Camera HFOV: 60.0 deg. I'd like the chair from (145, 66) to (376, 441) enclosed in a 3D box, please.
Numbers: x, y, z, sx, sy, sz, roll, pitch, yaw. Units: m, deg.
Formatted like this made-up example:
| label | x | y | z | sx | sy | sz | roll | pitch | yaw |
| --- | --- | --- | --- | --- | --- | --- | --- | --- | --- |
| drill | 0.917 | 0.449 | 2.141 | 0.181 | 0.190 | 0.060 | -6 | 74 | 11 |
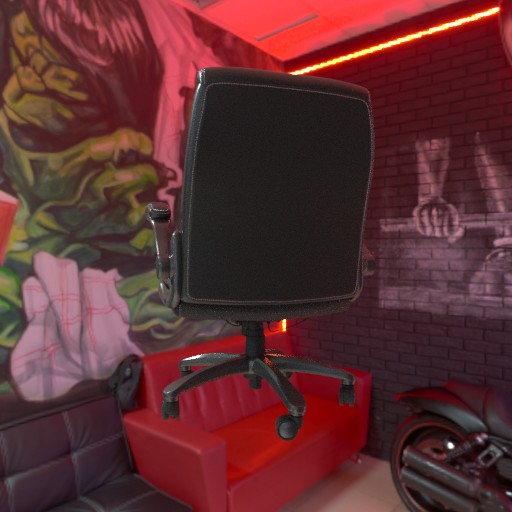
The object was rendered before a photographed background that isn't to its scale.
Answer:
| label | x | y | z | sx | sy | sz | roll | pitch | yaw |
| --- | --- | --- | --- | --- | --- | --- | --- | --- | --- |
| chair | 0.000 | 0.000 | 1.635 | 0.782 | 1.110 | 0.724 | 0 | 1 | -17 |
